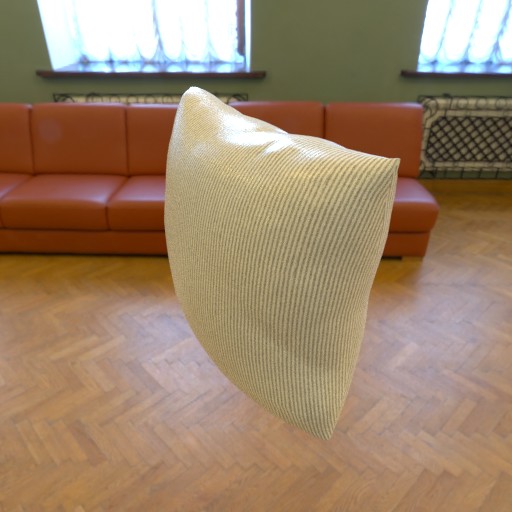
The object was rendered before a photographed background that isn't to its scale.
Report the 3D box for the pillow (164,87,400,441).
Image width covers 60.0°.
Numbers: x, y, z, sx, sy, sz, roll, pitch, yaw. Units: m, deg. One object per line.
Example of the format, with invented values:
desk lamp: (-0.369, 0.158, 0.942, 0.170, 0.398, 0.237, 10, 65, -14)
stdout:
pillow: (0.000, 0.000, 0.687, 0.310, 0.432, 0.387, 0, 31, 0)
